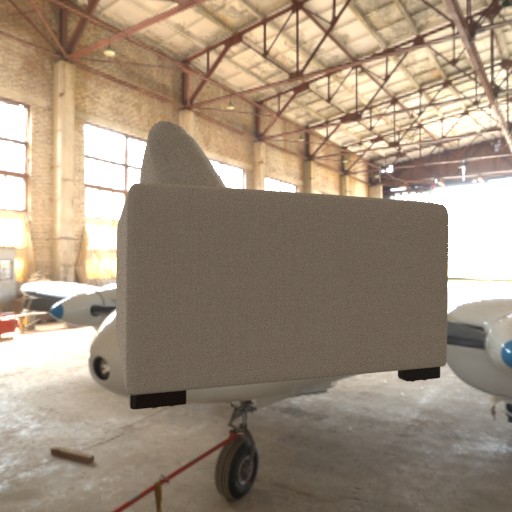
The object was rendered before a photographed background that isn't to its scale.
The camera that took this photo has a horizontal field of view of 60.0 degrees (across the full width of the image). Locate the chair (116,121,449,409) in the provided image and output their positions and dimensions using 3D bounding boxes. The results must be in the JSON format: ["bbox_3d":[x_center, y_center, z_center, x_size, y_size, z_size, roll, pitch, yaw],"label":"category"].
[{"bbox_3d":[0.000,0.000,1.870,1.100,0.876,1.070,0,-1,-19],"label":"chair"}]
